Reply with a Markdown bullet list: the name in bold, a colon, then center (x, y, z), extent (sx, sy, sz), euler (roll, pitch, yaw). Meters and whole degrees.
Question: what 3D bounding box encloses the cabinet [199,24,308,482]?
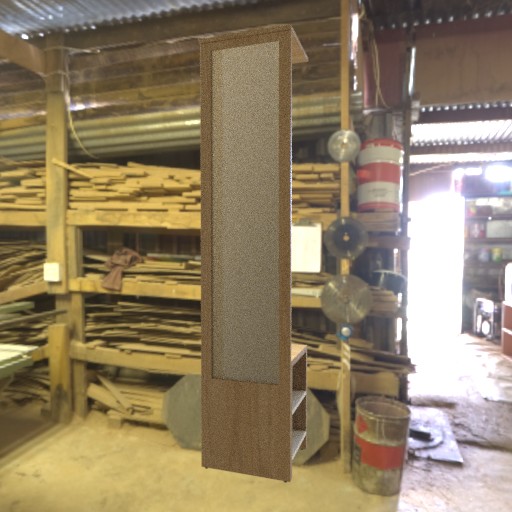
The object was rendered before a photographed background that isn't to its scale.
- **cabinet**: center (0.000, 0.000, 2.034), extent (0.411, 1.879, 0.338), euler (0, 1, 19)
